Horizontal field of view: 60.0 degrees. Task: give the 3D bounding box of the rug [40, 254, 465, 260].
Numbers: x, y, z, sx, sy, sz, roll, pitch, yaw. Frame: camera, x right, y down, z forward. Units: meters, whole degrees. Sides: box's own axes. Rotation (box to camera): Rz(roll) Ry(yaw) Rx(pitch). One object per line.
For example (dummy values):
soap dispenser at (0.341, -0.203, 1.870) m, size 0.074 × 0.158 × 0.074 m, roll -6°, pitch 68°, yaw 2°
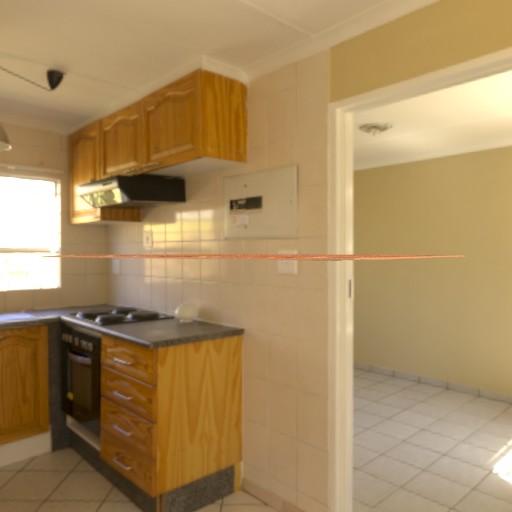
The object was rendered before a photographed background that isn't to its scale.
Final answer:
rug at (0.000, 0.000, 4.099) m, size 3.092 × 0.023 × 2.479 m, roll 0°, pitch 1°, yaw 37°
